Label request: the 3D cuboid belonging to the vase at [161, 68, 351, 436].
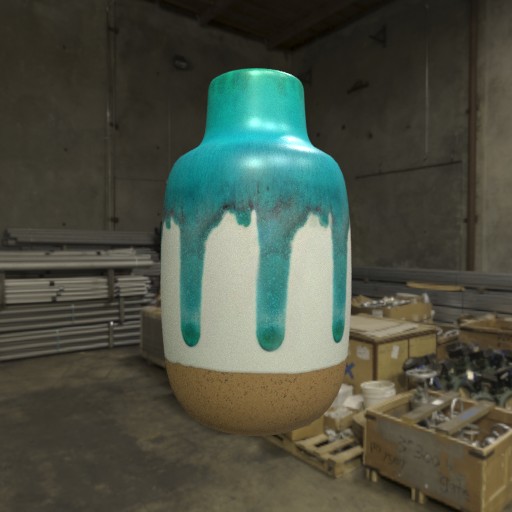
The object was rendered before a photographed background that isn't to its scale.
[{"bbox_3d":[0.000,0.000,0.251,0.106,0.192,0.106,0,1,0],"label":"vase"}]
